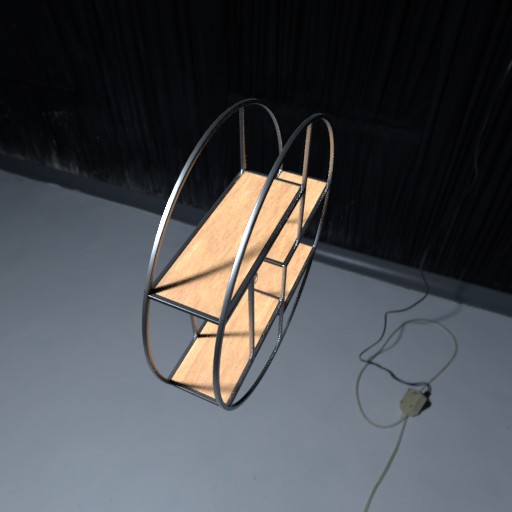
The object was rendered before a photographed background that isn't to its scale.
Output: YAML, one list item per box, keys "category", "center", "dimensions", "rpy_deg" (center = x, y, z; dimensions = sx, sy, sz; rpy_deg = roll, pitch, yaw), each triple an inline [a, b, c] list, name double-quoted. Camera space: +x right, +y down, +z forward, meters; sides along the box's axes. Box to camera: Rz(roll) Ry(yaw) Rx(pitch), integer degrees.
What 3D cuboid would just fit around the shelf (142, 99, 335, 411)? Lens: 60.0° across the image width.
- category: "shelf"
  center: [0.000, 0.000, 1.359]
  dimensions: [0.202, 0.888, 0.888]
  rpy_deg: [18, 50, 16]
